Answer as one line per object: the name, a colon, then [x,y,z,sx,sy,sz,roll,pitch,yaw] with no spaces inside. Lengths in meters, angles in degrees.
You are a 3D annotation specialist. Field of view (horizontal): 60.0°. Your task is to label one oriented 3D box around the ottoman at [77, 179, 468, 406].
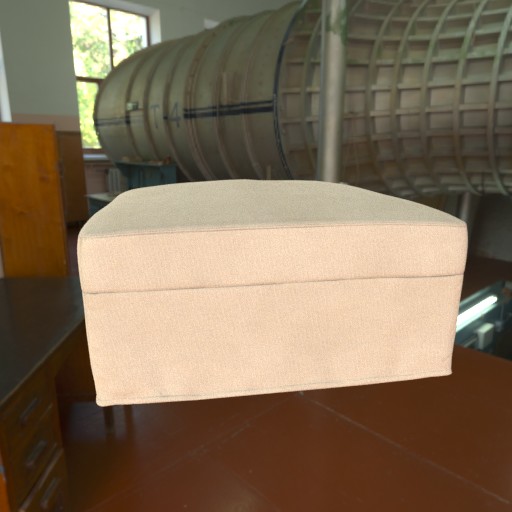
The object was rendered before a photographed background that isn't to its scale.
ottoman: [0.000,0.000,1.326,0.843,0.441,0.842,-2,14,-9]
